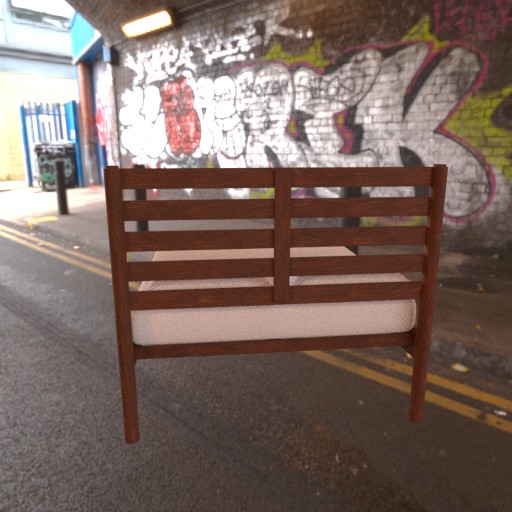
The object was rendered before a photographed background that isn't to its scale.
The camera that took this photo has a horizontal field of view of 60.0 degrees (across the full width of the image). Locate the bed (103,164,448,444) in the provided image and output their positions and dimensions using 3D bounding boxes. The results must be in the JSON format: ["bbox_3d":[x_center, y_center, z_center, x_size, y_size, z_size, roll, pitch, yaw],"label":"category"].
[{"bbox_3d":[0.000,0.000,3.051,1.509,1.304,2.093,-2,14,-6],"label":"bed"}]
